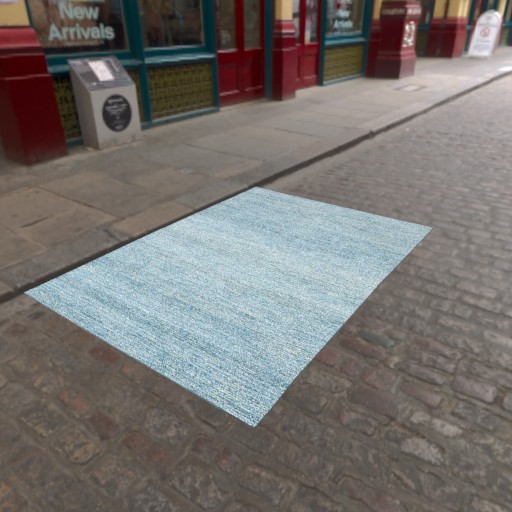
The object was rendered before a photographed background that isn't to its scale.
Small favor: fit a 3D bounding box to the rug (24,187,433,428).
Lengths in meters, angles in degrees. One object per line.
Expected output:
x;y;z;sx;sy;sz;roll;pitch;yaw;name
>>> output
0.000;0.000;2.885;1.611;0.026;2.260;19;33;31;rug
